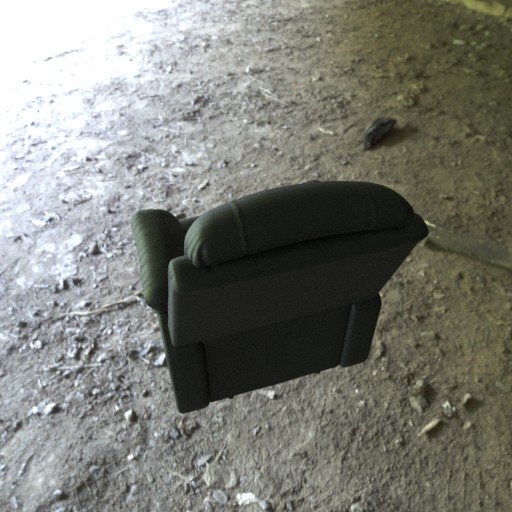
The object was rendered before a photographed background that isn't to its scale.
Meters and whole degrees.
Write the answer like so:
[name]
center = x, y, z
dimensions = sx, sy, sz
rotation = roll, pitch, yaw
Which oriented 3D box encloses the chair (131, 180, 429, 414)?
[chair]
center = 0.000, 0.000, 1.665
dimensions = 0.855, 0.992, 0.919
rotation = -12, 42, -13
